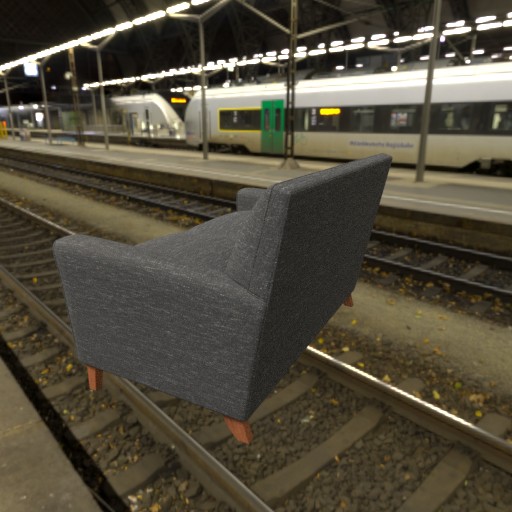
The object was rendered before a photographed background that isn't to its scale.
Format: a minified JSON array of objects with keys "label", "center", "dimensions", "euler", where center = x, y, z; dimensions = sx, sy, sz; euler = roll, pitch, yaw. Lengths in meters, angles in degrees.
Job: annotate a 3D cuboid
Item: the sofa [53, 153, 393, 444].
[{"label":"sofa","center":[0.000,0.000,1.982],"dimensions":[0.875,0.846,1.420],"euler":[8,19,26]}]
